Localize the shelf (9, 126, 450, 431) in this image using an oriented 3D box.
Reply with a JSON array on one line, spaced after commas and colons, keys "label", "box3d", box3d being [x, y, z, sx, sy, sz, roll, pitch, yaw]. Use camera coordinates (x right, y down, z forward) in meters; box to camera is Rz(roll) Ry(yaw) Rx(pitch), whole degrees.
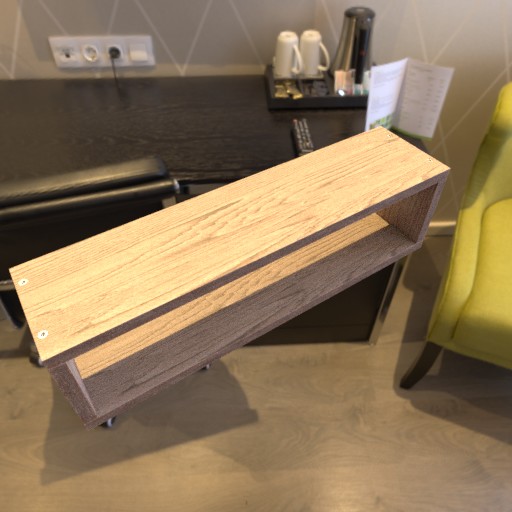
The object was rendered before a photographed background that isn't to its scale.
[{"label": "shelf", "box3d": [0.000, 0.000, 0.664, 0.610, 0.170, 0.150, -25, 51, -22]}]
